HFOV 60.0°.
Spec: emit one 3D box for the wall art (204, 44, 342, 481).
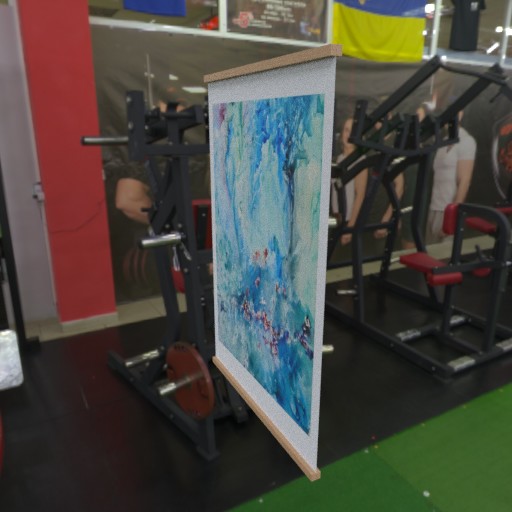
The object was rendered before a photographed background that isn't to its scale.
[{"bbox_3d":[0.000,0.000,0.638,0.013,0.510,0.335,-8,19,-26],"label":"wall art"}]
